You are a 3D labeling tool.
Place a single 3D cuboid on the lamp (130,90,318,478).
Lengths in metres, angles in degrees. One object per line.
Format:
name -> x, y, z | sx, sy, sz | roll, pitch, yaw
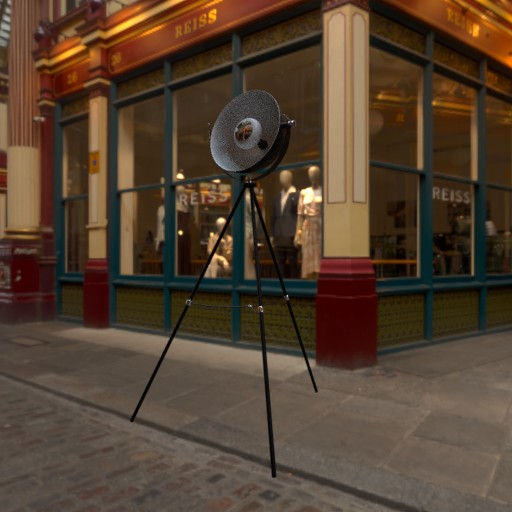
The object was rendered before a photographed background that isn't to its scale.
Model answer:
lamp -> 0.000, 0.000, 2.115 | 0.817, 1.512, 0.920 | 0, 1, 36
